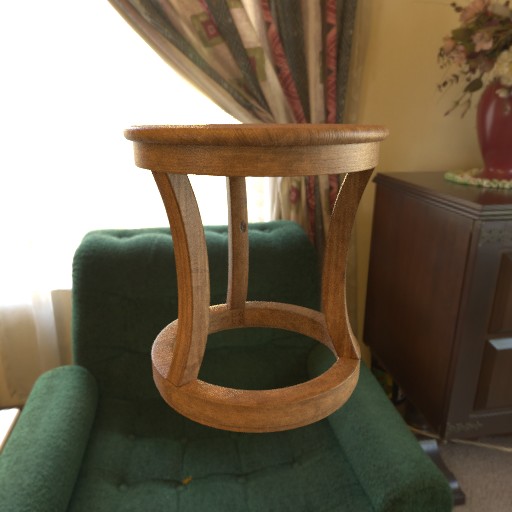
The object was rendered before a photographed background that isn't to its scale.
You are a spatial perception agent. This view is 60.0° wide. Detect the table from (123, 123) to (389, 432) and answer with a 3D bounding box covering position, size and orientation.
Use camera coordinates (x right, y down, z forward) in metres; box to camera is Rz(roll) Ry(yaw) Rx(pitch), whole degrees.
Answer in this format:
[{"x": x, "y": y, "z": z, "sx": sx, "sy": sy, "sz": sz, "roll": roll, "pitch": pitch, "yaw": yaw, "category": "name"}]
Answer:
[{"x": 0.000, "y": 0.000, "z": 0.813, "sx": 0.432, "sy": 0.460, "sz": 0.432, "roll": 0, "pitch": 17, "yaw": 0, "category": "table"}]
